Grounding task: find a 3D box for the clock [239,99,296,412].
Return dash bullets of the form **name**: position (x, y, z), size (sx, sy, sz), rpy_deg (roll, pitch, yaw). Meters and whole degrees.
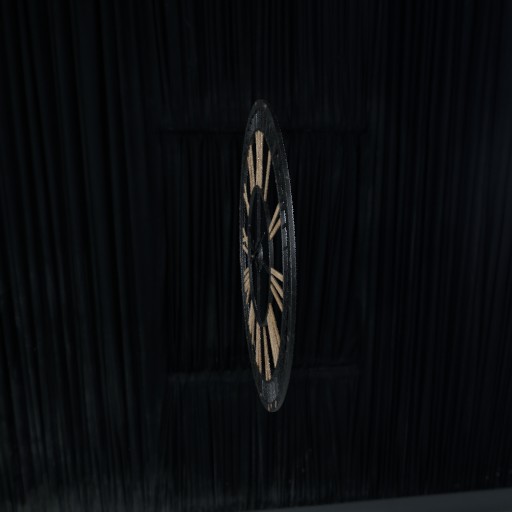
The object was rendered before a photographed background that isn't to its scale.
- **clock**: position (0.000, 0.000, 1.265), size (0.025, 0.843, 0.843), rpy_deg (-2, 14, -9)
